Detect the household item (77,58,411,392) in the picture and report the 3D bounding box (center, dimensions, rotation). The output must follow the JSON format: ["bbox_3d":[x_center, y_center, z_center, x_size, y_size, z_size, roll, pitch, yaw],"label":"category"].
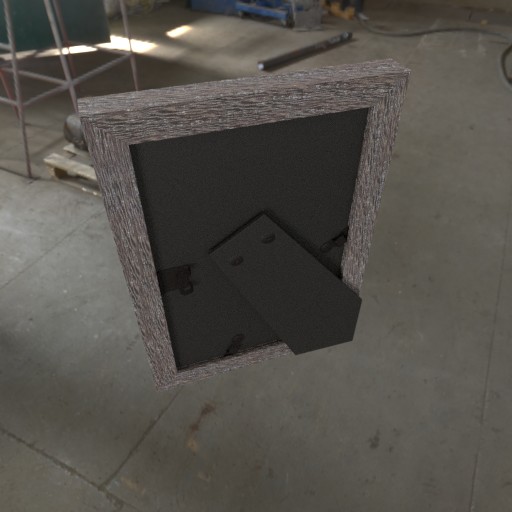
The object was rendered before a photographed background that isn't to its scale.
[{"bbox_3d":[0.000,0.000,0.234,0.133,0.180,0.020,-13,44,-14],"label":"household item"}]
